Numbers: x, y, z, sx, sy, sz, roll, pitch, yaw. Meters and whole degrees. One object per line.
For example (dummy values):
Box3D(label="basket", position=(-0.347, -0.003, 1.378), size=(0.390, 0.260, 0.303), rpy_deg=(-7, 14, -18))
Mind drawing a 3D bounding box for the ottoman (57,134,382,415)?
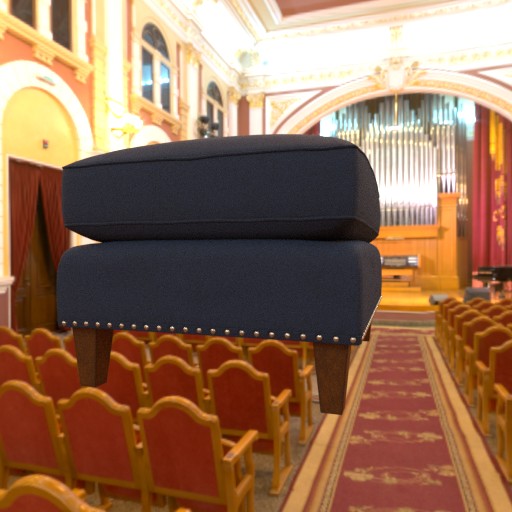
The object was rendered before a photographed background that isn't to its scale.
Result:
Box3D(label="ottoman", position=(0.000, 0.000, 1.115), size=(0.584, 0.513, 0.741), rpy_deg=(0, 0, 18))
